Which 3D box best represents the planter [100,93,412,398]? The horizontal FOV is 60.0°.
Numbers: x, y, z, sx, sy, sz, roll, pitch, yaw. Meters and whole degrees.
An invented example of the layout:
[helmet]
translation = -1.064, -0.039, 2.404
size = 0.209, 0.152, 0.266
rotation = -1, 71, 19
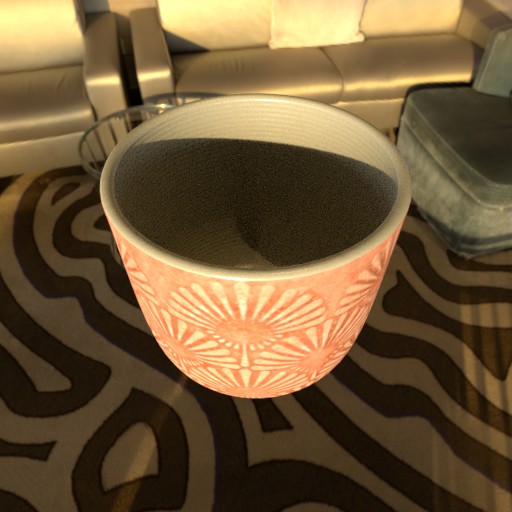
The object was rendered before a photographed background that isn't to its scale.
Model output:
[planter]
translation = 0.000, 0.000, 0.219
size = 0.124, 0.109, 0.124
rotation = 0, 46, 0
